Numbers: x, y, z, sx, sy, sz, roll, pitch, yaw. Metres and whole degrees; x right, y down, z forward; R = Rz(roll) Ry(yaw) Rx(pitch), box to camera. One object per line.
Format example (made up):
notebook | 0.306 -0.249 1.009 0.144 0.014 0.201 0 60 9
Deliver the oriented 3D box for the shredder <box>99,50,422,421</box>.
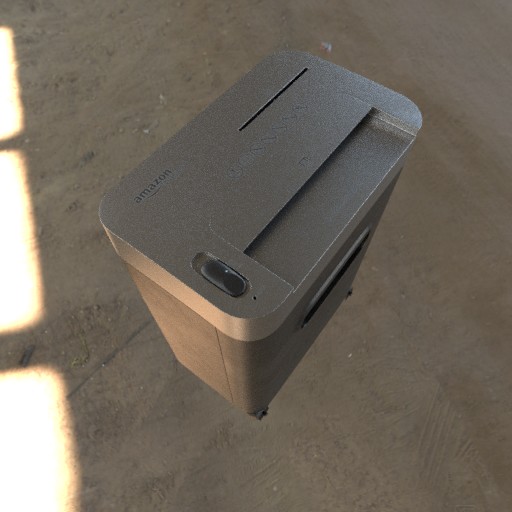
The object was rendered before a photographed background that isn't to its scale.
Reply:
shredder | 0.000 0.000 0.611 0.237 0.419 0.311 33 64 18
